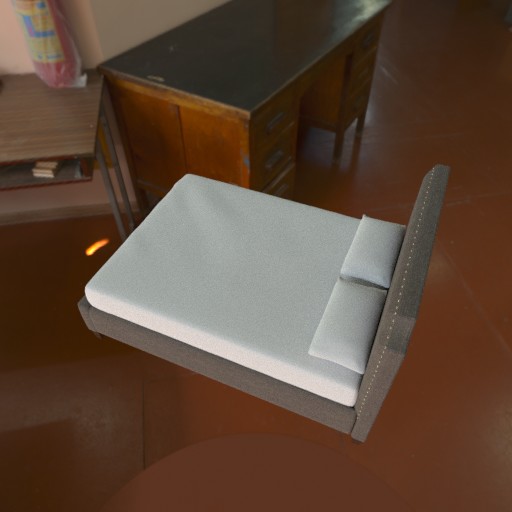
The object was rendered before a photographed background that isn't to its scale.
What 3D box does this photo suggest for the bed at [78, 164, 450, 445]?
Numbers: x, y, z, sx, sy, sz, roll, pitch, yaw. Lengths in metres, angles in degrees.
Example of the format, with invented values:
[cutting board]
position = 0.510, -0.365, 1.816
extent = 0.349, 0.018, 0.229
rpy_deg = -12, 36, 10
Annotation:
[bed]
position = 0.000, 0.000, 3.525
extent = 2.381, 1.457, 1.713
rpy_deg = 17, 49, 16
